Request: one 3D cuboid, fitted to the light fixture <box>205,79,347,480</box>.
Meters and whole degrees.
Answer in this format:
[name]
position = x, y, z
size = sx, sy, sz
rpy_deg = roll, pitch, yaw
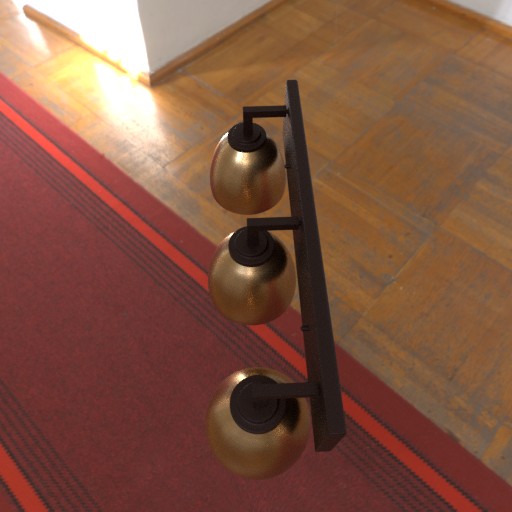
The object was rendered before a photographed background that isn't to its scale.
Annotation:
[light fixture]
position = 0.000, 0.000, 0.660
size = 0.157, 0.204, 0.582
rpy_deg = -2, 58, -1
